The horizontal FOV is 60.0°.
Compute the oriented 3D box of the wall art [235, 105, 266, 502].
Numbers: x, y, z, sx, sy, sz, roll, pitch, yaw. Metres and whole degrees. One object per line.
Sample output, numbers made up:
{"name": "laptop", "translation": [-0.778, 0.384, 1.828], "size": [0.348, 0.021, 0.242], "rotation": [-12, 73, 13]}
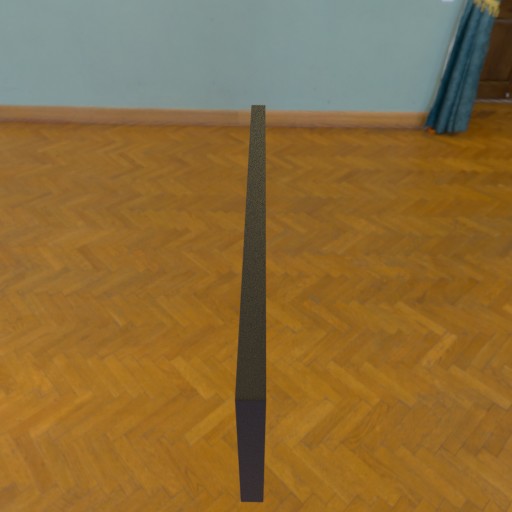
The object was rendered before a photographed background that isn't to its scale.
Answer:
{"name": "wall art", "translation": [0.000, 0.000, 0.939], "size": [0.037, 0.303, 0.860], "rotation": [1, 41, 1]}
